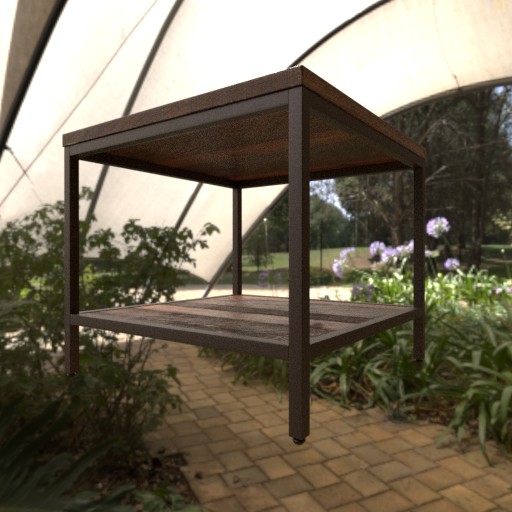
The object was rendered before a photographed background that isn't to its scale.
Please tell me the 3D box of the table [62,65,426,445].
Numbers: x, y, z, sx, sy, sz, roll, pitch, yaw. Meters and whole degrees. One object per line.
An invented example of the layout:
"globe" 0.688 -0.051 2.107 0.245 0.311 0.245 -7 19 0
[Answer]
"table" 0.000 0.000 0.939 0.548 0.482 0.553 0 0 36
